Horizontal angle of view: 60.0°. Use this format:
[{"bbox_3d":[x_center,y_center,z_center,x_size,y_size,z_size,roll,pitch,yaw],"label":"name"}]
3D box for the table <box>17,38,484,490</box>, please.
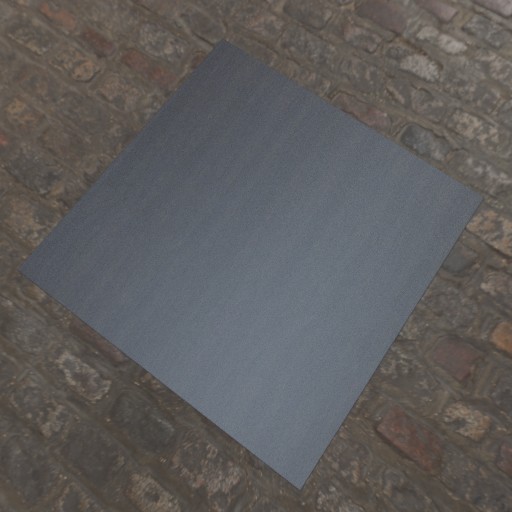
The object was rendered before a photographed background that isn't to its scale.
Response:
[{"bbox_3d":[0.000,0.000,1.198,0.762,0.396,0.762,35,77,9],"label":"table"}]
